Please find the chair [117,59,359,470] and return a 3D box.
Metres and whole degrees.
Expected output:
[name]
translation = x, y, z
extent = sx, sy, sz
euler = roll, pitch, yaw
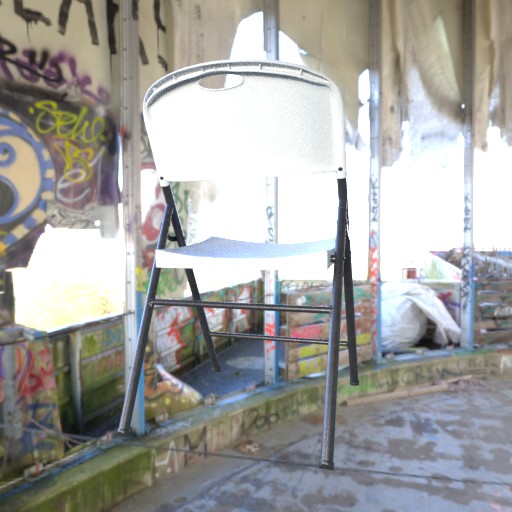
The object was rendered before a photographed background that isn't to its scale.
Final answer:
[chair]
translation = 0.000, 0.000, 1.170
extent = 0.494, 0.810, 0.566
euler = 1, 2, 18
